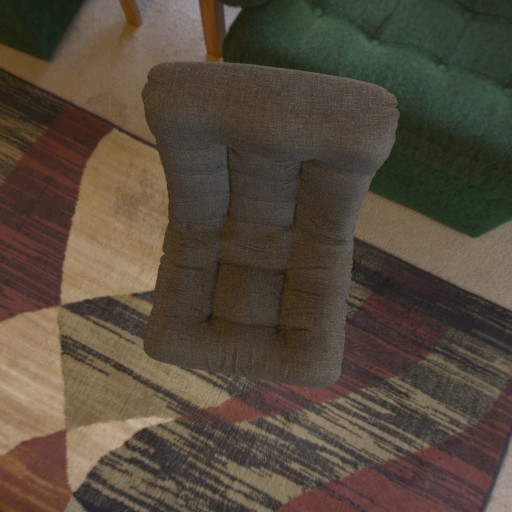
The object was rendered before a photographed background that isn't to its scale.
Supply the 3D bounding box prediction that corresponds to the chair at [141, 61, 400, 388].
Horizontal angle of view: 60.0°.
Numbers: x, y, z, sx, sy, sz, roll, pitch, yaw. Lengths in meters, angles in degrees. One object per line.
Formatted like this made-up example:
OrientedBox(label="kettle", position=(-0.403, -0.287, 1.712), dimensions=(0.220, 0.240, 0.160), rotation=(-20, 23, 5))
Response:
OrientedBox(label="chair", position=(0.000, 0.000, 1.212), dimensions=(0.597, 0.749, 0.668), rotation=(8, 78, 2))
